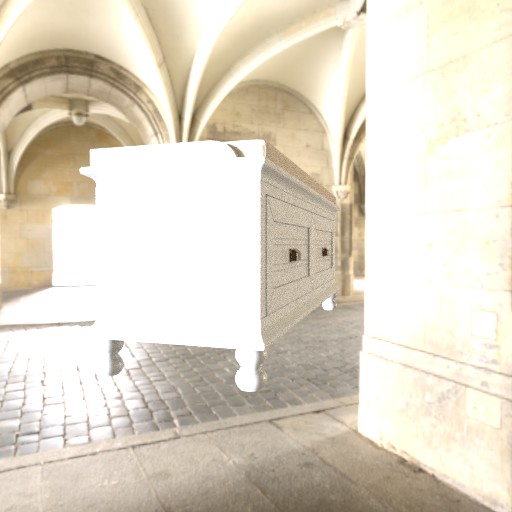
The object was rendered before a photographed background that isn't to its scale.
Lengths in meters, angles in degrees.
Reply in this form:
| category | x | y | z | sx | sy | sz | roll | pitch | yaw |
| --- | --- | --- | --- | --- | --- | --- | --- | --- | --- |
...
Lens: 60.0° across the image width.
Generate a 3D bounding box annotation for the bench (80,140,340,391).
| category | x | y | z | sx | sy | sz | roll | pitch | yaw |
| --- | --- | --- | --- | --- | --- | --- | --- | --- | --- |
| bench | 0.000 | 0.000 | 1.435 | 0.402 | 0.486 | 1.185 | 0 | 2 | 17 |
